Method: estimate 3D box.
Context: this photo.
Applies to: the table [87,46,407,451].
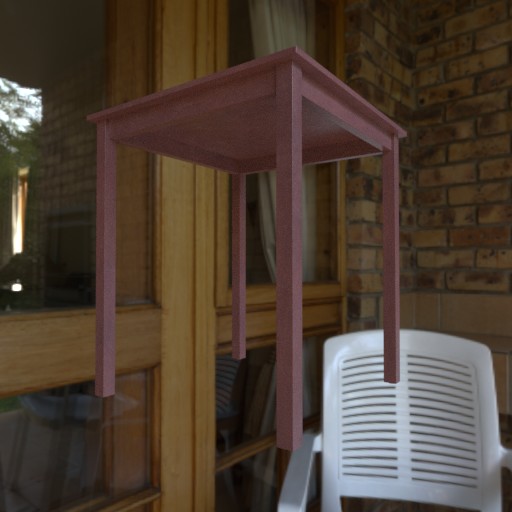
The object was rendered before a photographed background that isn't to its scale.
[{"bbox_3d":[0.000,0.000,1.660,0.861,0.991,0.861,-1,-1,36],"label":"table"}]
